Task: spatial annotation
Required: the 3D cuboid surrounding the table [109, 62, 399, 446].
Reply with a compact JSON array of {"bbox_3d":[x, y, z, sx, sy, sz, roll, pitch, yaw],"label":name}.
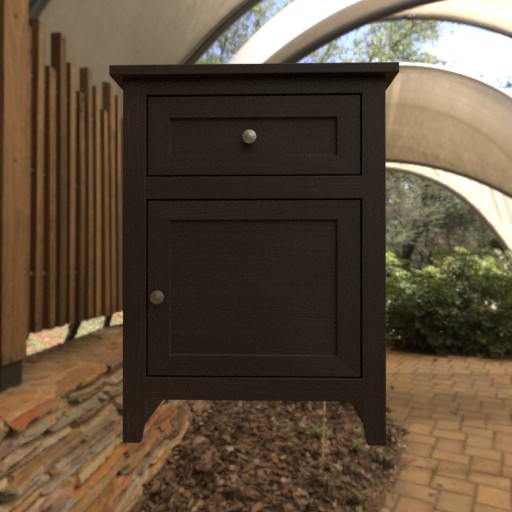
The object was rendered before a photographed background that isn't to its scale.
[{"bbox_3d":[0.000,0.000,0.921,0.480,0.635,0.381,0,0,1],"label":"table"}]
